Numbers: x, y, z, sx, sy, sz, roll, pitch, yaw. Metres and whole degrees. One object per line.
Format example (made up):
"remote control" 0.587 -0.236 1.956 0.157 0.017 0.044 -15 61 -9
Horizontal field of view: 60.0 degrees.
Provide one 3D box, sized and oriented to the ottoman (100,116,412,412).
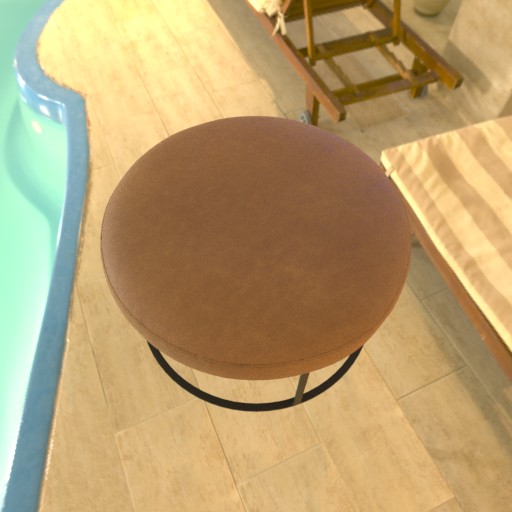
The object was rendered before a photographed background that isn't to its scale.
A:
"ottoman" 0.000 0.000 1.242 0.771 0.460 0.771 0 57 0
